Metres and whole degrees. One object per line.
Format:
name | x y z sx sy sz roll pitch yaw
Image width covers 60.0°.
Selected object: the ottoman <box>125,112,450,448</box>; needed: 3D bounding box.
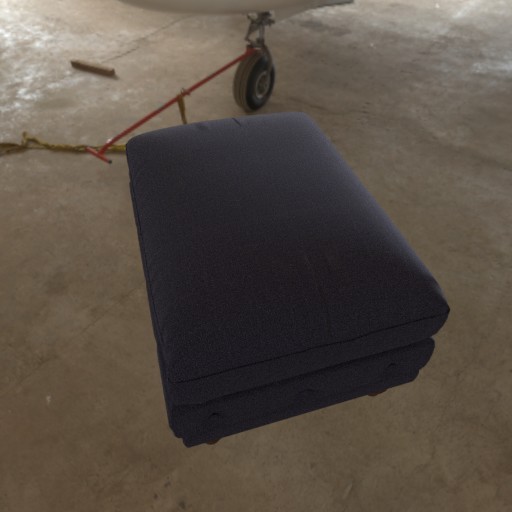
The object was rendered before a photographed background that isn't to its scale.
ottoman | 0.000 0.000 1.121 0.558 0.486 0.767 -12 47 -12
